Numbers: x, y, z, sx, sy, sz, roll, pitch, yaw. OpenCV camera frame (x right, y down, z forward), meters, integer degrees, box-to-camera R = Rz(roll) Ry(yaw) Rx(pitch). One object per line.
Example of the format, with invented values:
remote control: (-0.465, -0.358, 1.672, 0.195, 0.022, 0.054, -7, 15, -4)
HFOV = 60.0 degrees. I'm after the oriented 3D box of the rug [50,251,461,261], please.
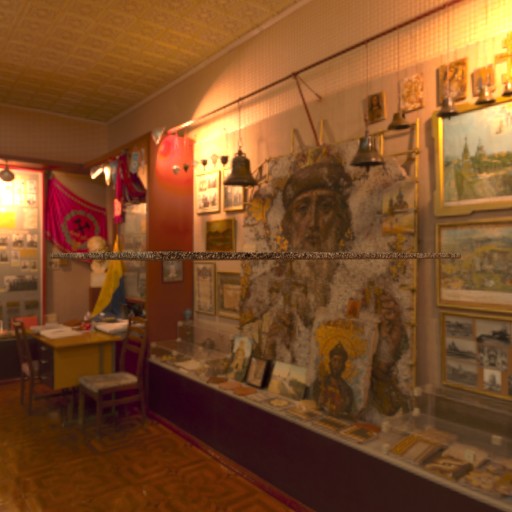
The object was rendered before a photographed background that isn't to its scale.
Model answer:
rug: (0.000, 0.000, 2.150, 1.601, 0.025, 1.198, 0, 0, -37)
